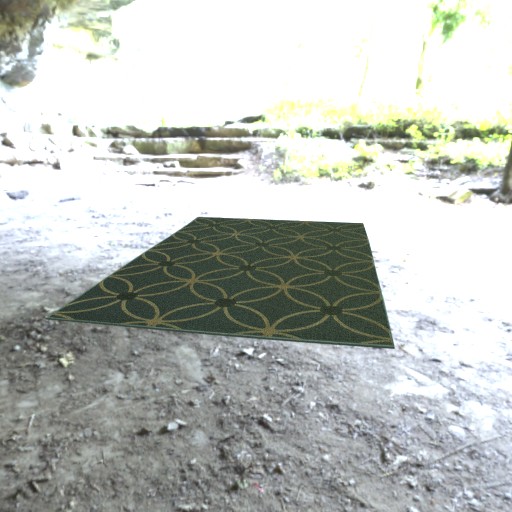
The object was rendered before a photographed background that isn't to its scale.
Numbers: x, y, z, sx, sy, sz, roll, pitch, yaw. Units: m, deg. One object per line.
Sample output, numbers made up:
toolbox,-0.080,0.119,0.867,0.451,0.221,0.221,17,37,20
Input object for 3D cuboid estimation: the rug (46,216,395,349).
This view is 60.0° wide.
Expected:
rug,0.000,0.000,2.925,1.522,0.008,2.284,3,17,10
